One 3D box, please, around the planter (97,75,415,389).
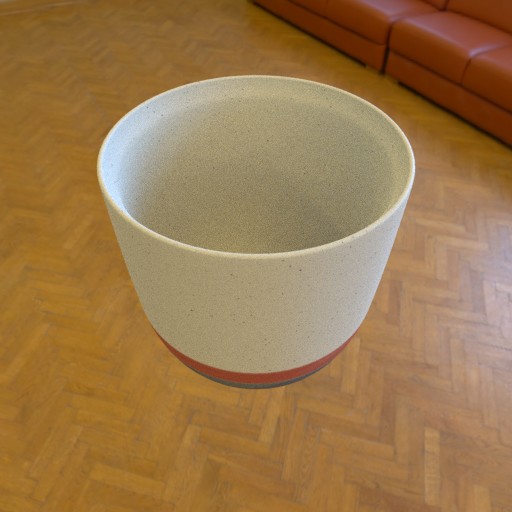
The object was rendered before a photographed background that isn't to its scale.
[{"bbox_3d":[0.000,0.000,0.369,0.204,0.214,0.204,0,47,0],"label":"planter"}]
